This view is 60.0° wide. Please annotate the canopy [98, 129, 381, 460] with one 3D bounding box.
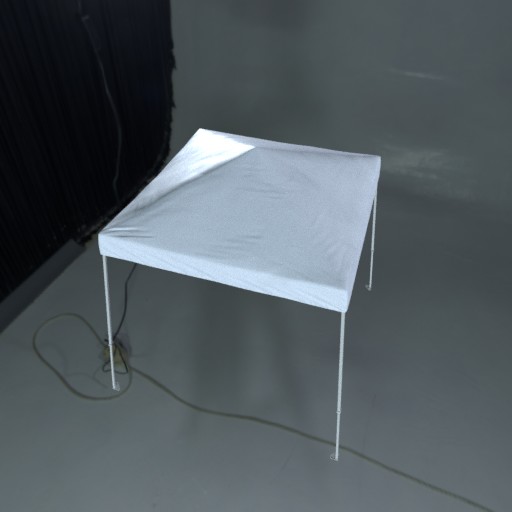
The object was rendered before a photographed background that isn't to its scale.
[{"bbox_3d":[0.000,0.000,6.698,3.600,3.600,3.599,12,43,14],"label":"canopy"}]
